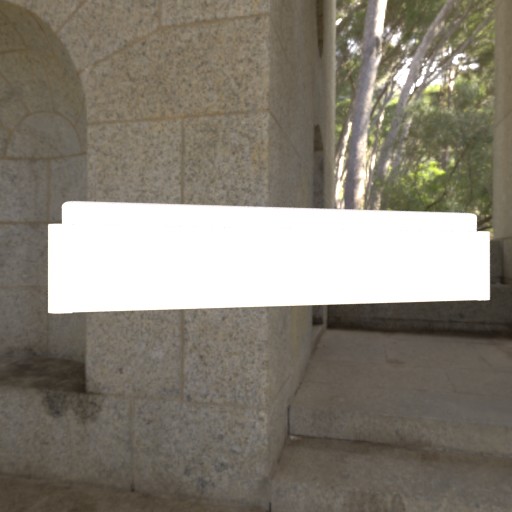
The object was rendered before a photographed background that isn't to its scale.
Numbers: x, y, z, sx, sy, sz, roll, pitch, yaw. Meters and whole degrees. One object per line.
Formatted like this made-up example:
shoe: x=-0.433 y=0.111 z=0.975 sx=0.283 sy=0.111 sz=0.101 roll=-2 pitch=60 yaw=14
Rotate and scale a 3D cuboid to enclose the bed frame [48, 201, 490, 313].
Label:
bed frame: x=0.000 y=0.000 z=2.473 sx=1.900 sy=0.406 sz=1.400 roll=0 pitch=0 yaw=-15
